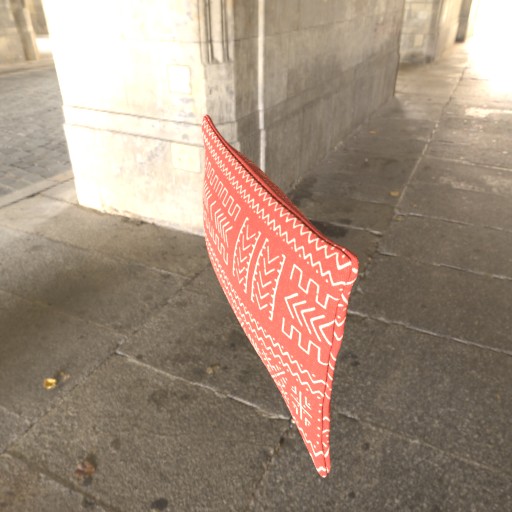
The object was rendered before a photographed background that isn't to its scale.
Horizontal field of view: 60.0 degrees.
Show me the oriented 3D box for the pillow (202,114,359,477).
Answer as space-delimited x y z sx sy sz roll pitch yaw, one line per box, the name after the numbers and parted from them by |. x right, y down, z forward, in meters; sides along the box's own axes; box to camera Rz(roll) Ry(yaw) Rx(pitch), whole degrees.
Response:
0.000 0.000 0.783 0.130 0.352 0.640 -10 32 -16 | pillow
